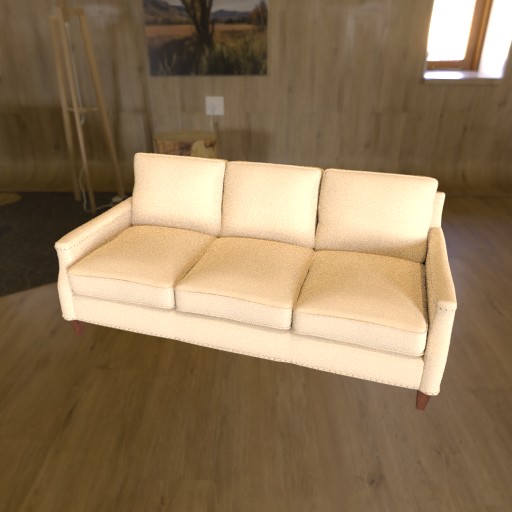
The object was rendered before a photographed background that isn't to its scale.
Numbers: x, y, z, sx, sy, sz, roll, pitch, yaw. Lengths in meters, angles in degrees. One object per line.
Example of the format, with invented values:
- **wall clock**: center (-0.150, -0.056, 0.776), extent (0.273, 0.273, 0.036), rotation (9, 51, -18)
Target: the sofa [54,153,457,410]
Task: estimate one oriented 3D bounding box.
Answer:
- **sofa**: center (0.000, 0.000, 2.786), extent (2.246, 1.003, 1.084), rotation (8, 28, 15)
